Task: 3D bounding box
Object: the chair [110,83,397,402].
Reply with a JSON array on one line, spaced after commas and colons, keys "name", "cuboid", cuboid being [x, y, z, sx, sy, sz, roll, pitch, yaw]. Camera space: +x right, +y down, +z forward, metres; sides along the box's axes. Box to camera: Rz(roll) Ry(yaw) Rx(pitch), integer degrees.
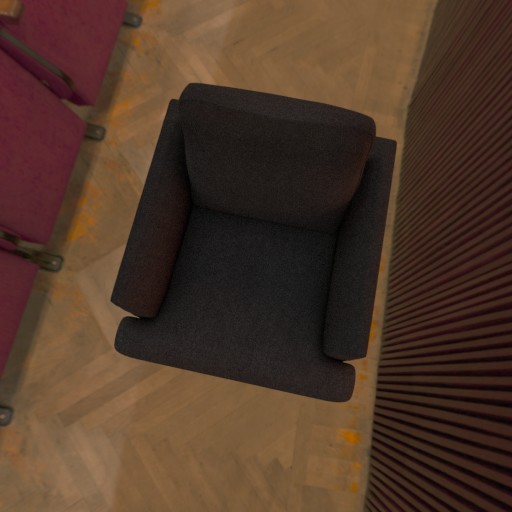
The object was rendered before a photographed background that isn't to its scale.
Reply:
[{"name": "chair", "cuboid": [0.000, 0.000, 1.637, 0.858, 0.957, 0.899, 12, 75, 3]}]
